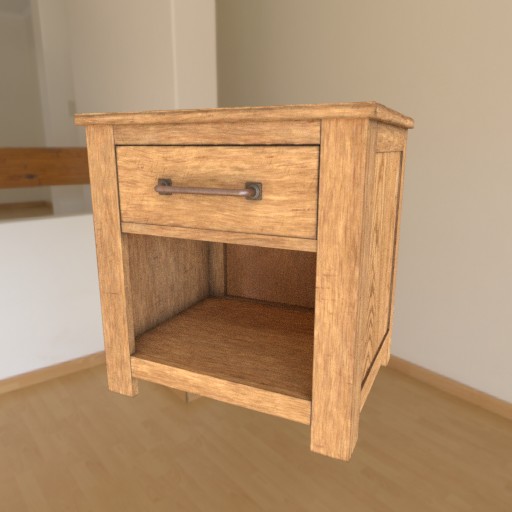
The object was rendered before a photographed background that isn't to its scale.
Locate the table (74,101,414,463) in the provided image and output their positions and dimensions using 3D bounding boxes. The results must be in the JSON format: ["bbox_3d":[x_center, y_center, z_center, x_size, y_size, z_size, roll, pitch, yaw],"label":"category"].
[{"bbox_3d":[0.000,0.000,1.038,0.601,0.625,0.494,7,15,25],"label":"table"}]
